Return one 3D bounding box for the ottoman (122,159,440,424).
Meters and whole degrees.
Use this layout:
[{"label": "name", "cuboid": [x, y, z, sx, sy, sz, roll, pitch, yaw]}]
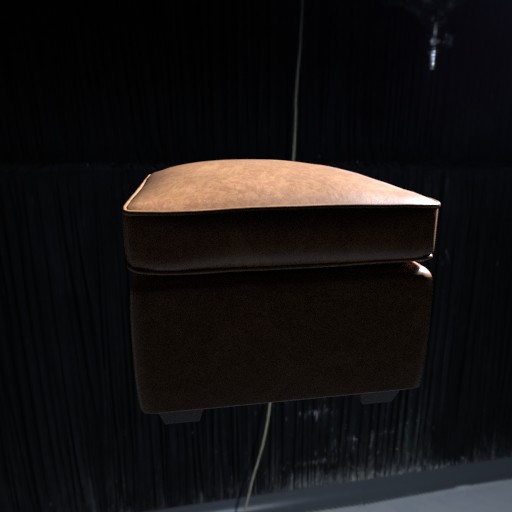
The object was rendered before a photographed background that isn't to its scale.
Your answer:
[{"label": "ottoman", "cuboid": [0.000, 0.000, 1.112, 0.554, 0.468, 0.756, -2, 15, -9]}]
